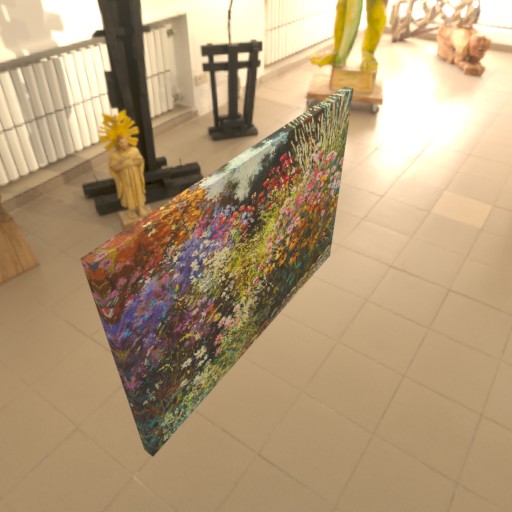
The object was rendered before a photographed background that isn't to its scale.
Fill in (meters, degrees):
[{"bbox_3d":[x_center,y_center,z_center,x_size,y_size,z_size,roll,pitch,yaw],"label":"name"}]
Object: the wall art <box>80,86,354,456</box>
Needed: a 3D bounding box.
[{"bbox_3d":[0.000,0.000,1.441,0.042,0.760,1.136,24,46,26],"label":"wall art"}]
